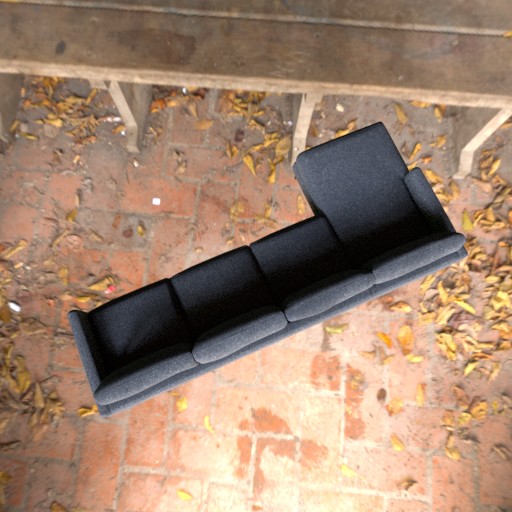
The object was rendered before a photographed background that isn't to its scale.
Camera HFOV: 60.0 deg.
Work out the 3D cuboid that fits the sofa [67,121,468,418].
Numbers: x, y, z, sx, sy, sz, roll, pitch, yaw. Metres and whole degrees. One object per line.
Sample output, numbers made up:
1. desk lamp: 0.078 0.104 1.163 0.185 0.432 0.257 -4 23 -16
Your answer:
1. sofa: 0.000 0.000 3.481 2.932 0.810 1.350 -23 77 -6
